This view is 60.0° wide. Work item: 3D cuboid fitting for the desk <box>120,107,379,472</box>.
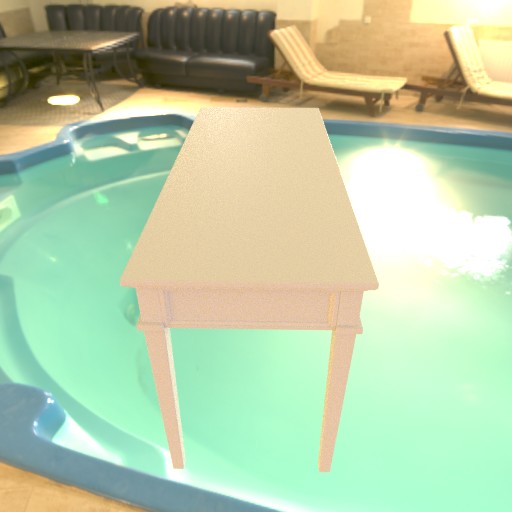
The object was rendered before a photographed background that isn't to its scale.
[{"bbox_3d":[0.000,0.000,1.735,0.559,0.774,1.372,1,34,1],"label":"desk"}]
